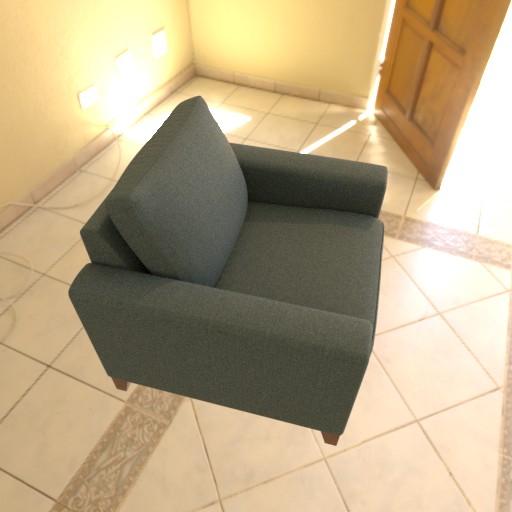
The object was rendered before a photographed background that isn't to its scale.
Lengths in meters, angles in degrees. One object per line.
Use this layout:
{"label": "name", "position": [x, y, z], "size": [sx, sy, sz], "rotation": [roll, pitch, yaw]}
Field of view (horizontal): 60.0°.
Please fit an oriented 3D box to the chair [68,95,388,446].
{"label": "chair", "position": [0.000, 0.000, 1.857], "size": [1.038, 1.010, 1.024], "rotation": [11, 48, 10]}
